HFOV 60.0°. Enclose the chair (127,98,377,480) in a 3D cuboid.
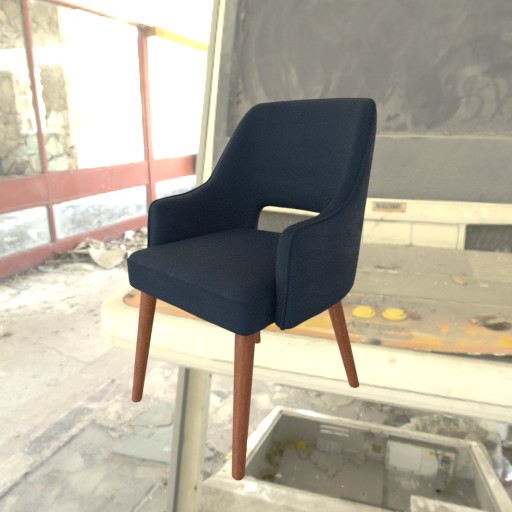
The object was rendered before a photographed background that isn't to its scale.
[{"bbox_3d":[0.000,0.000,1.230,0.559,0.844,0.591,15,22,41],"label":"chair"}]
